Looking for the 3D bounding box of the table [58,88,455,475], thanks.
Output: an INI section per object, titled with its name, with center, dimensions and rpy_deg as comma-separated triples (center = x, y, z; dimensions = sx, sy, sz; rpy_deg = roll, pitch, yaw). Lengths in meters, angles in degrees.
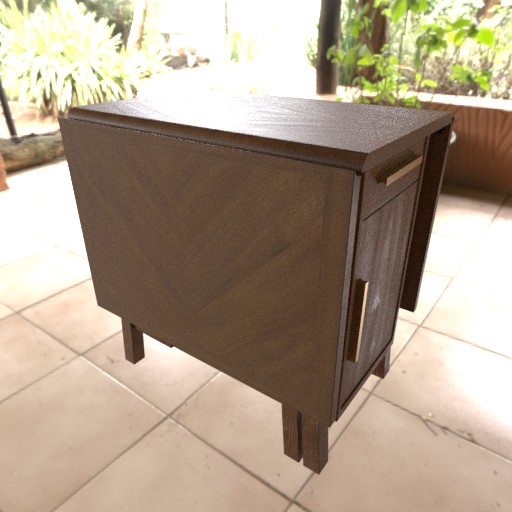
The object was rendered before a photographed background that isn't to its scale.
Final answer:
[table]
center = 0.000, 0.000, 1.545
dimensions = 0.967, 0.981, 0.701
rpy_deg = 18, 32, 32
